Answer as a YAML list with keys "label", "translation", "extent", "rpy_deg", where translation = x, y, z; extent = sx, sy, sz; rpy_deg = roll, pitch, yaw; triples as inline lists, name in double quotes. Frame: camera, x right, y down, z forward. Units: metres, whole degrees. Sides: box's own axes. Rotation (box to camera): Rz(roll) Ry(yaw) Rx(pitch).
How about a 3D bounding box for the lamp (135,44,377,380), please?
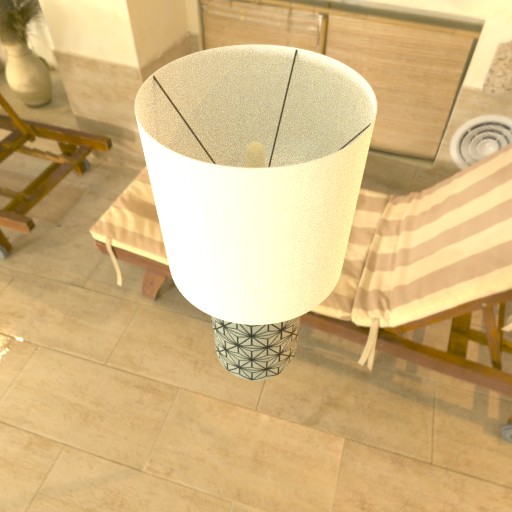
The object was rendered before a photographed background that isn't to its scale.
- label: "lamp"
  translation: [0.000, 0.000, 0.537]
  extent: [0.206, 0.416, 0.206]
  rpy_deg: [18, 51, 15]
